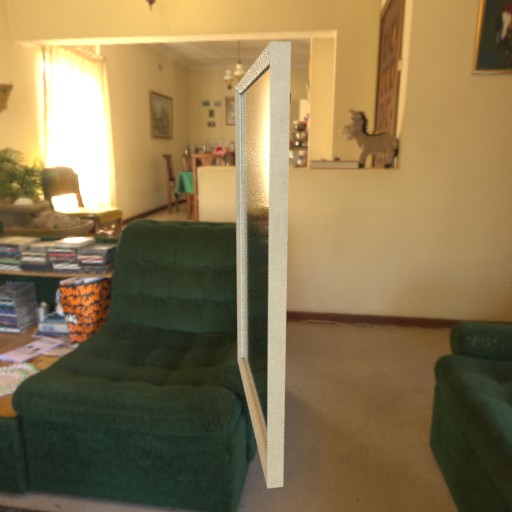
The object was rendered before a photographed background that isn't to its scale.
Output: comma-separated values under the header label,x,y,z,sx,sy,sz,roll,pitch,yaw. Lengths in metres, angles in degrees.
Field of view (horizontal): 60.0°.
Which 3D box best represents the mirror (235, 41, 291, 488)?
label,x,y,z,sx,sy,sz,roll,pitch,yaw
mirror,0.000,0.000,1.171,0.041,0.915,0.609,-2,14,-8
